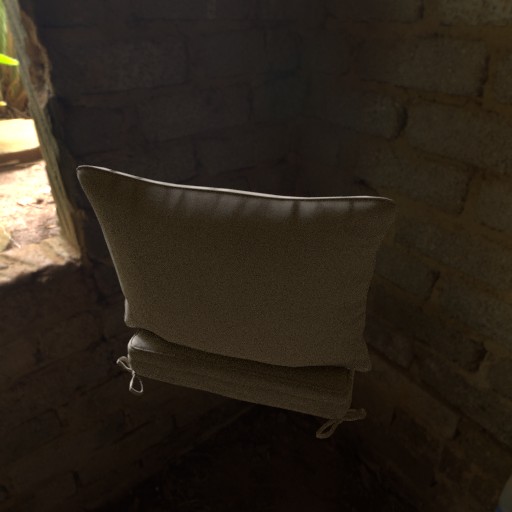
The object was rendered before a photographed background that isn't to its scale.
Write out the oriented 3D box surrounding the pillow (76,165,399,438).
[{"bbox_3d":[0.000,0.000,1.406,0.798,0.716,0.733,8,32,14],"label":"pillow"}]
